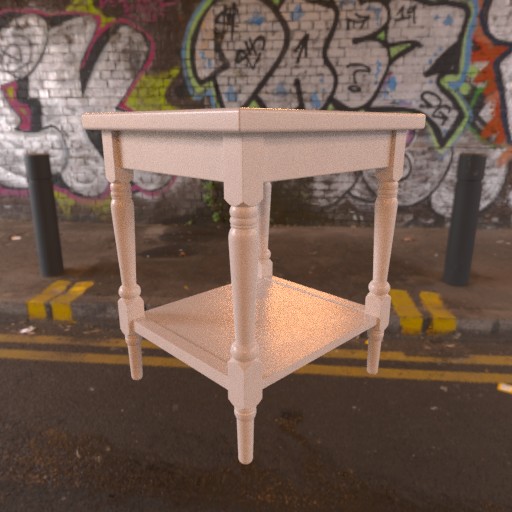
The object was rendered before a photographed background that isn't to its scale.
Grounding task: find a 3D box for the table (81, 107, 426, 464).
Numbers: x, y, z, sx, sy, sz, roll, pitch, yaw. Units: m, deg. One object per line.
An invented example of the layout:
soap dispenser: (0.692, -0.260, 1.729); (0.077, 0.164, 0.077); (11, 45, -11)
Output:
table: (0.000, 0.000, 0.923); (0.488, 0.565, 0.442); (-16, 23, -42)
